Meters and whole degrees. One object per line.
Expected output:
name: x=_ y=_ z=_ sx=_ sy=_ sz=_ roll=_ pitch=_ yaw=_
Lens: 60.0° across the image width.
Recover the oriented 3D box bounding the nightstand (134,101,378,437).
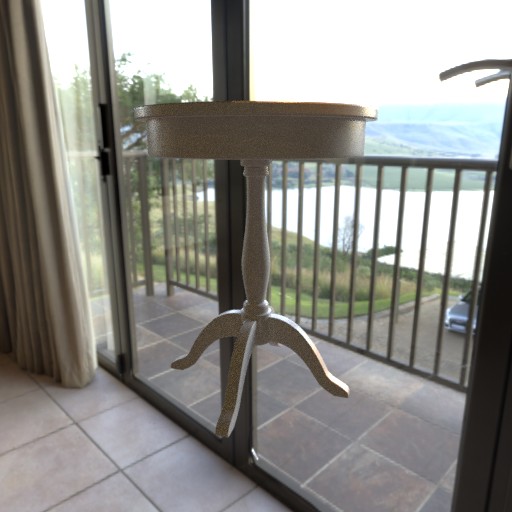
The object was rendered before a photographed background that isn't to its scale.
nightstand: x=0.000 y=0.000 z=1.044 sx=0.513 sy=0.653 sz=0.513 roll=7 pitch=16 yaw=26
